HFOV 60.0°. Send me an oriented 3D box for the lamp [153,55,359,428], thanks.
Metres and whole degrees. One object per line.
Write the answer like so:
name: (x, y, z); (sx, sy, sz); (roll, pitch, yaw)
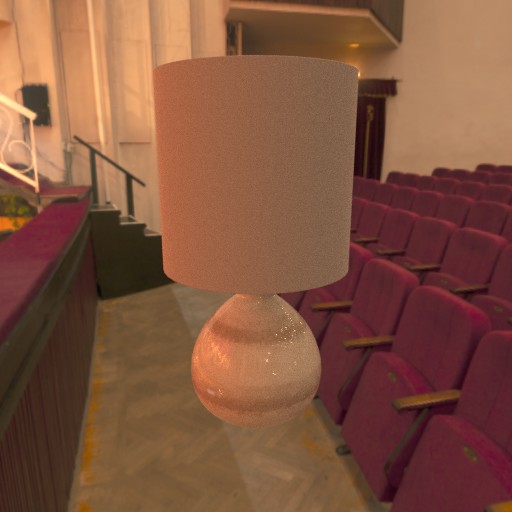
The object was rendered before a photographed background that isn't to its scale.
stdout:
lamp: (0.000, 0.000, 0.527); (0.217, 0.404, 0.217); (-3, 15, -10)
